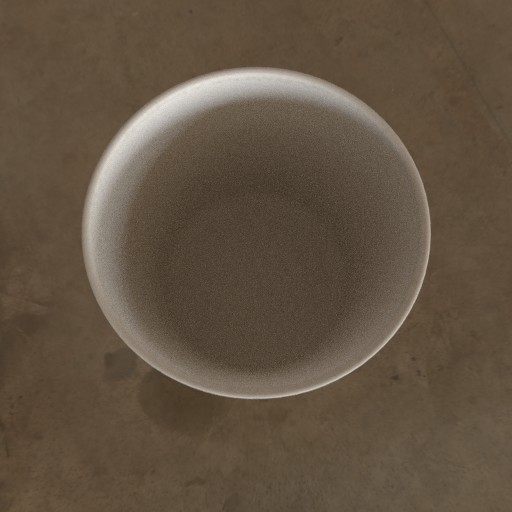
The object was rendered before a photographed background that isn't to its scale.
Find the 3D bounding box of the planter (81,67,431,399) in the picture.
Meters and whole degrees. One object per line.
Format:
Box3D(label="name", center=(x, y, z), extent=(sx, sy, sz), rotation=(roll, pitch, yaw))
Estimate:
Box3D(label="planter", center=(0.000, 0.000, 0.751), extent=(0.440, 0.398, 0.440), rotation=(0, 75, 0))
